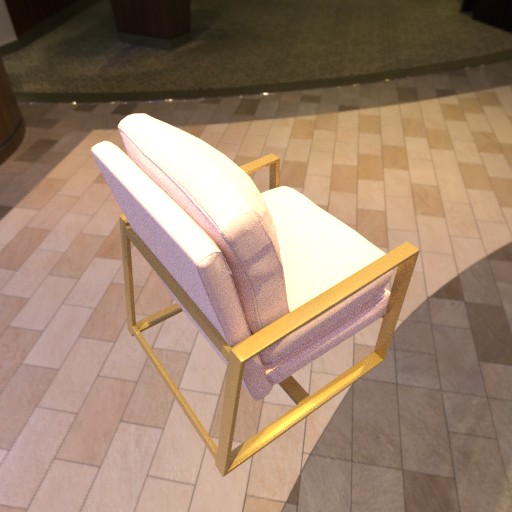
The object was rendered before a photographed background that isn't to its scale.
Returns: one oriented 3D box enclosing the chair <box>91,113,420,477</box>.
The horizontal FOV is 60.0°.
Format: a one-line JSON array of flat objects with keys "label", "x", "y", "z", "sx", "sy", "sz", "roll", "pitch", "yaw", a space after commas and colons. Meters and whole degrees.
[{"label": "chair", "x": 0.000, "y": 0.000, "z": 1.528, "sx": 0.813, "sy": 0.956, "sz": 0.758, "roll": -26, "pitch": 48, "yaw": -26}]
